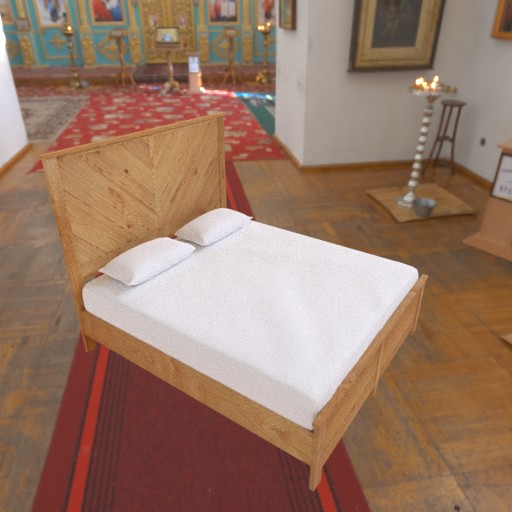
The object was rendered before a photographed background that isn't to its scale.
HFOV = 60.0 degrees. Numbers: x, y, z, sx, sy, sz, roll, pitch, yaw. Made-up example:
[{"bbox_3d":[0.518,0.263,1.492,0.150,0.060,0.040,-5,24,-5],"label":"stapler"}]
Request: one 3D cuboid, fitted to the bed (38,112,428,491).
[{"bbox_3d":[0.000,0.000,4.014,2.530,1.938,2.225,18,33,31],"label":"bed"}]
